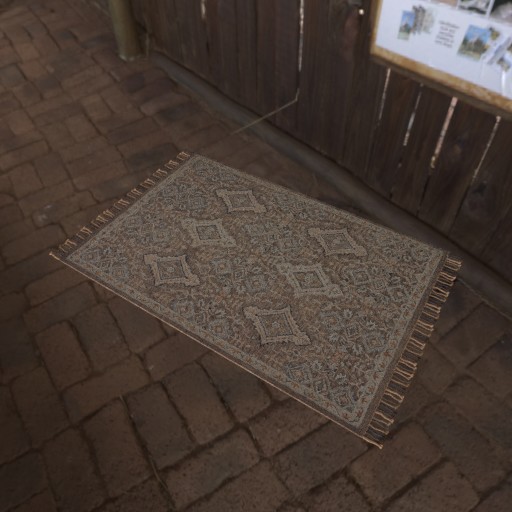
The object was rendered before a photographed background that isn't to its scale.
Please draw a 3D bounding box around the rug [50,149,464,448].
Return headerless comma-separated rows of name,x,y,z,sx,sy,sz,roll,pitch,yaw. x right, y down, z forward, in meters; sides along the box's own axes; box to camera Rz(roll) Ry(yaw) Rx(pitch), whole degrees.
rug,0.000,0.000,3.060,2.434,0.010,1.516,25,52,21
